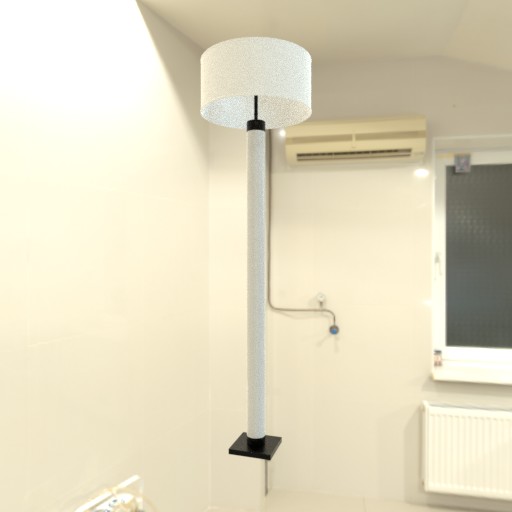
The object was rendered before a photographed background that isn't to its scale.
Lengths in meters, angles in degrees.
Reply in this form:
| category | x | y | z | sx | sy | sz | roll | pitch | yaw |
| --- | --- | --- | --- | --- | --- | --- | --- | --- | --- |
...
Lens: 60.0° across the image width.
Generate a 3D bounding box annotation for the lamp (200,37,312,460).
| category | x | y | z | sx | sy | sz | roll | pitch | yaw |
| --- | --- | --- | --- | --- | --- | --- | --- | --- | --- |
| lamp | 0.000 | 0.000 | 1.686 | 0.420 | 1.475 | 0.420 | 0 | 1 | 18 |
